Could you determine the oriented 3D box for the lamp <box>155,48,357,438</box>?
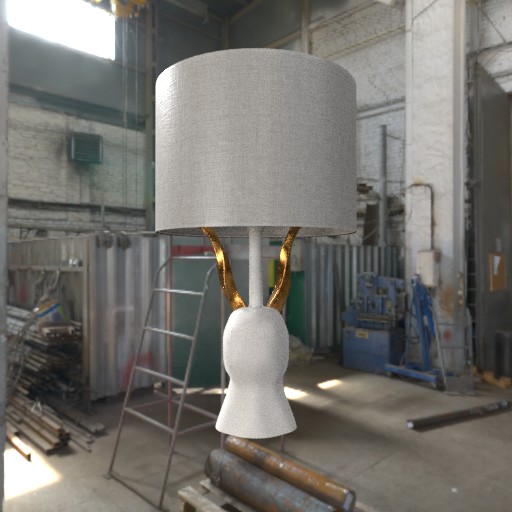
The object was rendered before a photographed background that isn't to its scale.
[{"bbox_3d":[0.000,0.000,0.674,0.298,0.503,0.298,0,0,0],"label":"lamp"}]
